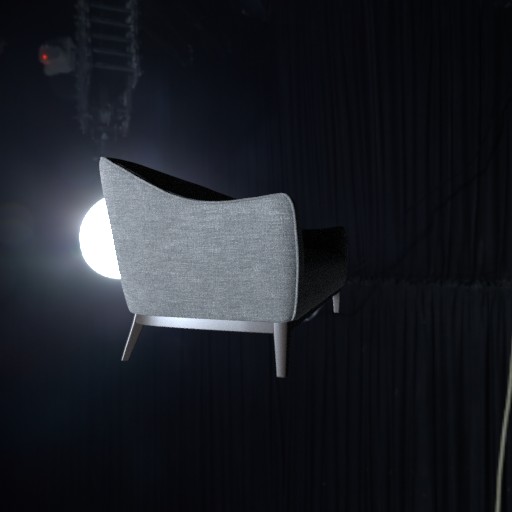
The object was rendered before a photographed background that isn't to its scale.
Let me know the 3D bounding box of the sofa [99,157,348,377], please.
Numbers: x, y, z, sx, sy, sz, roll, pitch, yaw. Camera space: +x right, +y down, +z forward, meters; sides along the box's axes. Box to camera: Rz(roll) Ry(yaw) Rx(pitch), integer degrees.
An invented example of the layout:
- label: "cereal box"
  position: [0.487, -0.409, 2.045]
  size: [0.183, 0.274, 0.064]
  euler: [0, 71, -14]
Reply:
- label: "sofa"
  position: [0.000, 0.000, 2.482]
  size: [0.867, 0.829, 1.928]
  euler: [0, 0, 16]
